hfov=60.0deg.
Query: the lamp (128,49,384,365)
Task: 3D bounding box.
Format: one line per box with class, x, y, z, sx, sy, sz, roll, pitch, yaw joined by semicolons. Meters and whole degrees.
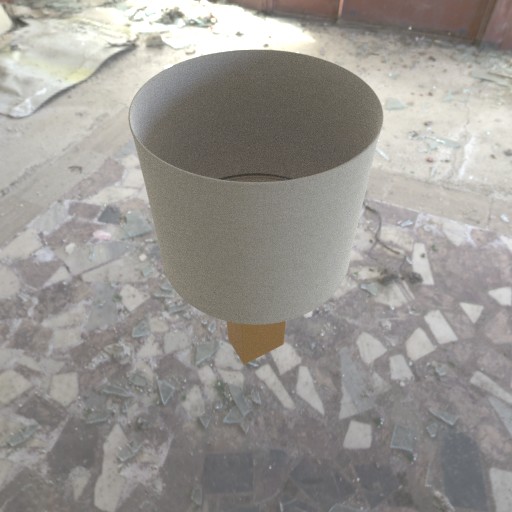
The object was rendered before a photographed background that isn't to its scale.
lamp;0.000;0.000;0.560;0.229;0.417;0.229;-23;52;-19
